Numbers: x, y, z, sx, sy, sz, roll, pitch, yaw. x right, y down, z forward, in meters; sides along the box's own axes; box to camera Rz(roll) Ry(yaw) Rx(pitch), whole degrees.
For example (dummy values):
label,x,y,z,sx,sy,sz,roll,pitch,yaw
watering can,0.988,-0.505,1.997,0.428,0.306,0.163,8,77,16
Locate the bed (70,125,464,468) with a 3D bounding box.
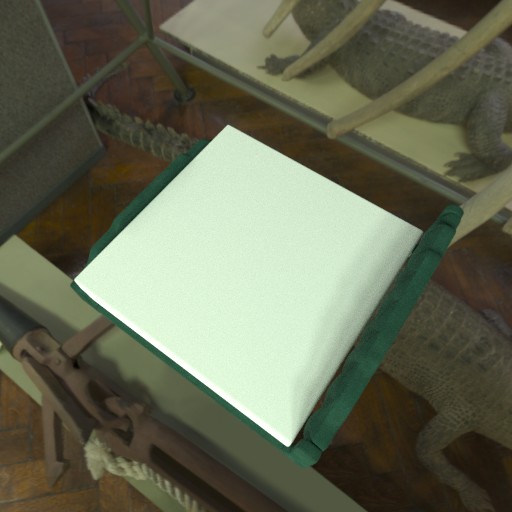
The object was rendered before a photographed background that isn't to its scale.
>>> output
label,x,y,z,sx,sy,sz,roll,pitch,yaw
bed,0.000,0.000,3.543,2.340,1.245,2.074,32,67,16
